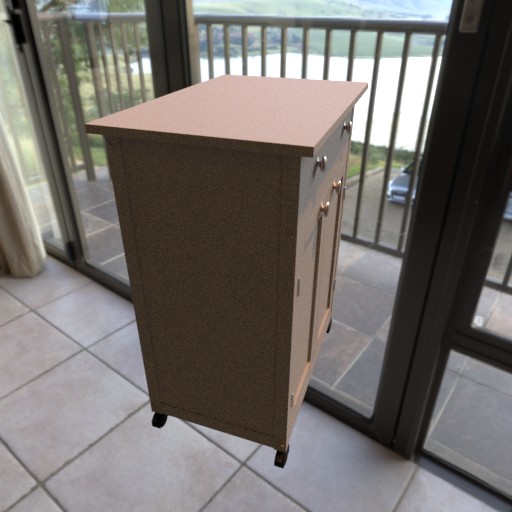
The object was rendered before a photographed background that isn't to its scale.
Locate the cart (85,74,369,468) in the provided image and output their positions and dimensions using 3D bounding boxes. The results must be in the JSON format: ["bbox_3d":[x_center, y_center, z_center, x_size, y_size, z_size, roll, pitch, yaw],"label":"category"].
[{"bbox_3d":[0.000,0.000,1.266,0.442,0.864,0.683,10,32,17],"label":"cart"}]
